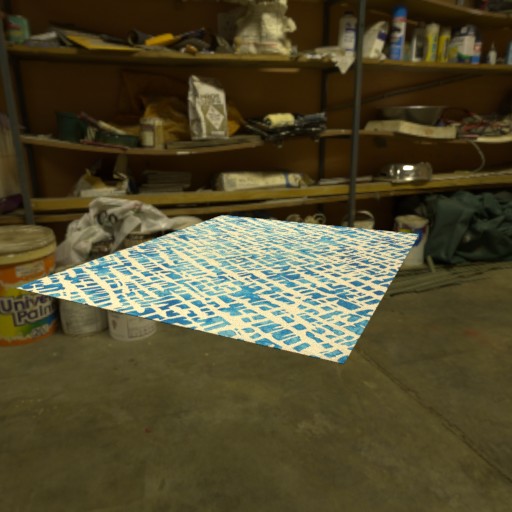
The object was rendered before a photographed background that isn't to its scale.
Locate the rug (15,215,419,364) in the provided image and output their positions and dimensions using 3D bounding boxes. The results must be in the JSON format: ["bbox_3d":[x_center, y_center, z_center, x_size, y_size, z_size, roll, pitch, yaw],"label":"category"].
[{"bbox_3d":[0.000,0.000,3.987,2.435,0.007,3.007,8,18,25],"label":"rug"}]
